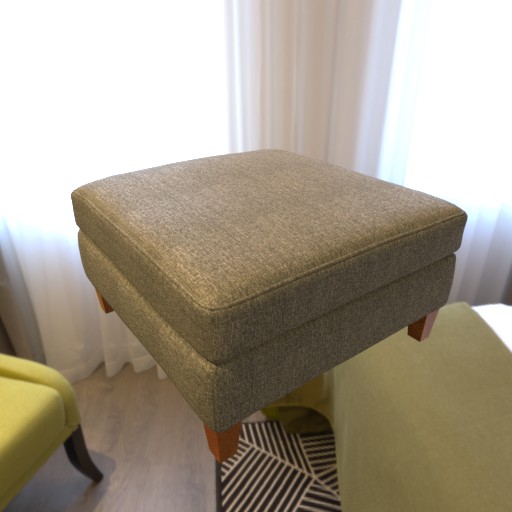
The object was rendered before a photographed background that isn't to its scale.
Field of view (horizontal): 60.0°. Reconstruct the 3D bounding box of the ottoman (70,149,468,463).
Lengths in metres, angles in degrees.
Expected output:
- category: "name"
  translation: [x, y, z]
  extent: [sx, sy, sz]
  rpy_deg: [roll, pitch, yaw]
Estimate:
- category: "ottoman"
  translation: [0.000, 0.000, 1.339]
  extent: [0.838, 0.481, 0.838]
  rpy_deg: [-19, 33, -32]
